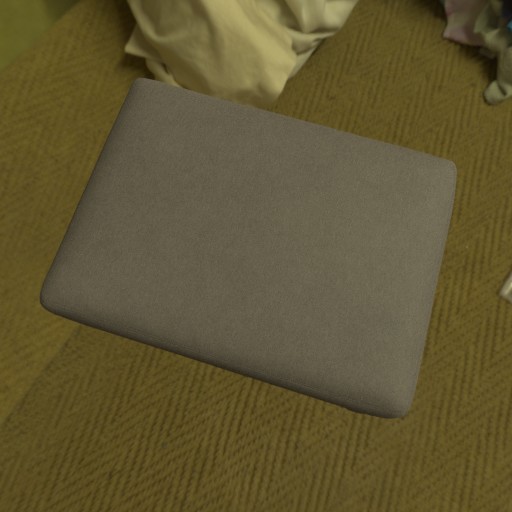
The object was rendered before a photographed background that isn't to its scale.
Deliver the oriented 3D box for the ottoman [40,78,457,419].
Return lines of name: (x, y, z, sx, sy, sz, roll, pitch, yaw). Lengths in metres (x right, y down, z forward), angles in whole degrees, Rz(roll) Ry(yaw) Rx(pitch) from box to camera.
ottoman: (0.000, 0.000, 1.104, 0.773, 0.497, 0.574, 17, 76, 4)
